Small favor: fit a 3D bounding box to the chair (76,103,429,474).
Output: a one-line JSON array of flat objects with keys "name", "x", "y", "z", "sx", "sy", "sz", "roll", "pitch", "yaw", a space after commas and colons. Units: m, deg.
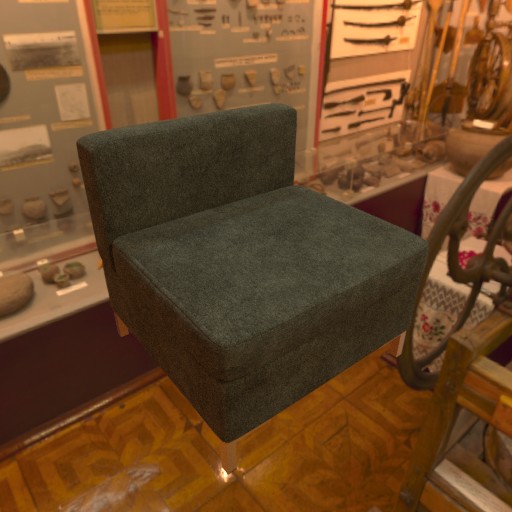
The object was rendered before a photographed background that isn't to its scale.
[{"name": "chair", "x": 0.000, "y": 0.000, "z": 1.230, "sx": 0.680, "sy": 0.660, "sz": 0.680, "roll": -21, "pitch": 37, "yaw": -32}]
